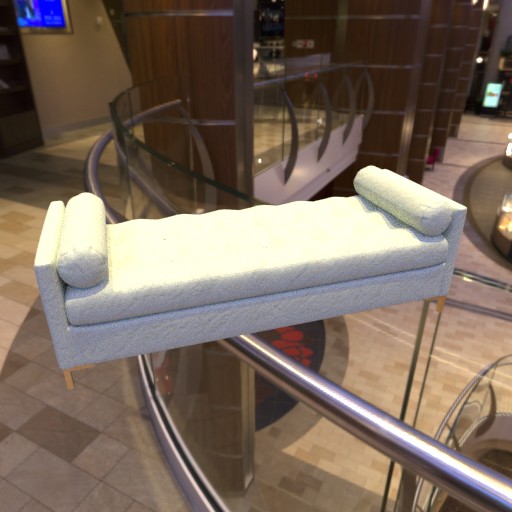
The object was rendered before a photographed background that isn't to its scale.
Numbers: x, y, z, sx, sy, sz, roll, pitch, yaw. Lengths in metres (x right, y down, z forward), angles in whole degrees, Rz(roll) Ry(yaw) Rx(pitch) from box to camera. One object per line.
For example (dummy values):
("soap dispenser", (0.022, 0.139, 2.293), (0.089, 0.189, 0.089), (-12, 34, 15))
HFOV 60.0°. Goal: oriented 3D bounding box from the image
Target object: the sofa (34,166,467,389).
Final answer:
("sofa", (0.000, 0.000, 2.468), (2.102, 0.705, 0.796), (-8, 28, -16))
